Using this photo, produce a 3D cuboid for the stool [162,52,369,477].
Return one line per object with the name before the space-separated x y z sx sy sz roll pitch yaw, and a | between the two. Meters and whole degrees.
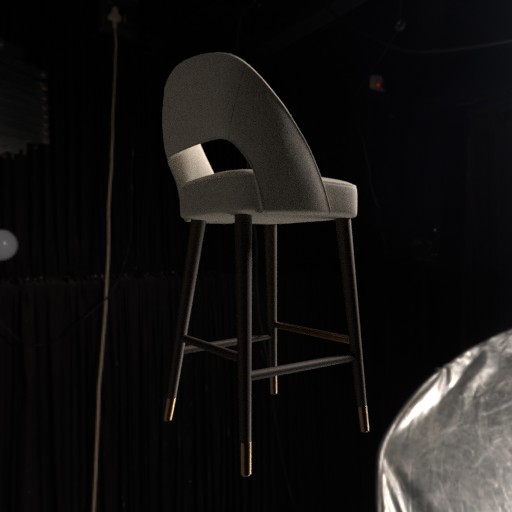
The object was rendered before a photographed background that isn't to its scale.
stool | 0.000 0.000 1.335 0.509 1.037 0.494 0 1 -37
